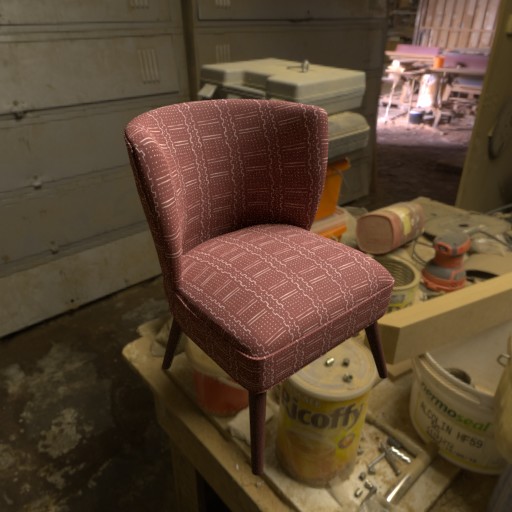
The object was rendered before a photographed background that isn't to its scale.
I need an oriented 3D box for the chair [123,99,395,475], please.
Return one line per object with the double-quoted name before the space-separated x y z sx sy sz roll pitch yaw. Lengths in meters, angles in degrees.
"chair" 0.000 0.000 1.440 0.706 0.866 0.758 -22 36 -34
